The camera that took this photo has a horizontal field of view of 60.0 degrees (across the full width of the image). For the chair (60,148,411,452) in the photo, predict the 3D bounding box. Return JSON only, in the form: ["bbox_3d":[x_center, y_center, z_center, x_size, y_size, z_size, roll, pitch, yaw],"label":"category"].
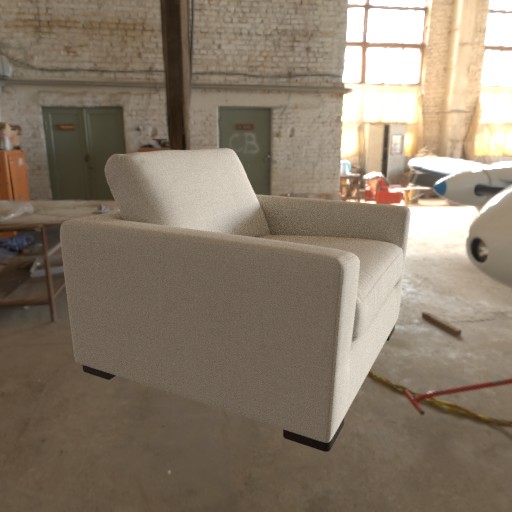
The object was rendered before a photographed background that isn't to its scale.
[{"bbox_3d":[0.000,0.000,1.887,1.100,0.876,1.070,8,17,27],"label":"chair"}]
